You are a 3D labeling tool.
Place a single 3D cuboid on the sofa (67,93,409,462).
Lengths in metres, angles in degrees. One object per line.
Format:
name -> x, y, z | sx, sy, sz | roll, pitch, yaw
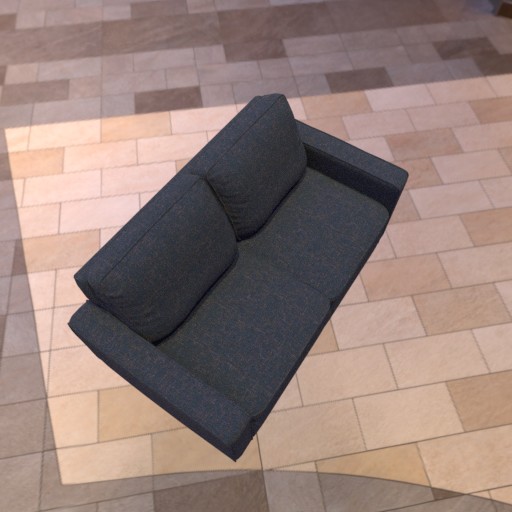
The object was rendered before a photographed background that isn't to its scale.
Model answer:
sofa -> 0.000, 0.000, 2.328 | 0.947, 0.918, 1.709 | 30, 64, 17
